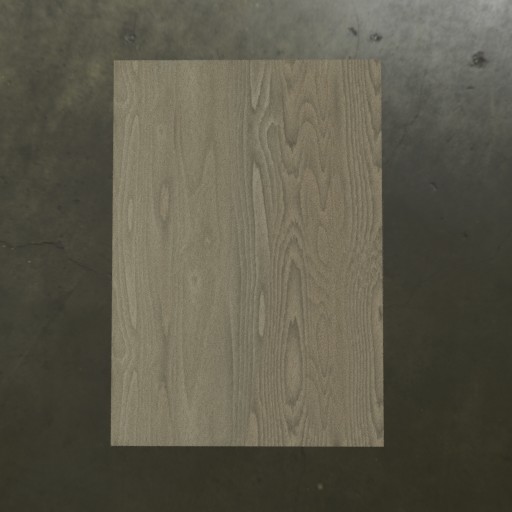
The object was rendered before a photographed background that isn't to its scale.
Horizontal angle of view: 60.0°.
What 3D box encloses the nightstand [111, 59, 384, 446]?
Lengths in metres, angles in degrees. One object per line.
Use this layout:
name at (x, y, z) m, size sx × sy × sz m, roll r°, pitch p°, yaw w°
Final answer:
nightstand at (0.000, 0.000, 0.737) m, size 0.325 × 0.461 × 0.442 m, roll 0°, pitch 89°, yaw 0°
